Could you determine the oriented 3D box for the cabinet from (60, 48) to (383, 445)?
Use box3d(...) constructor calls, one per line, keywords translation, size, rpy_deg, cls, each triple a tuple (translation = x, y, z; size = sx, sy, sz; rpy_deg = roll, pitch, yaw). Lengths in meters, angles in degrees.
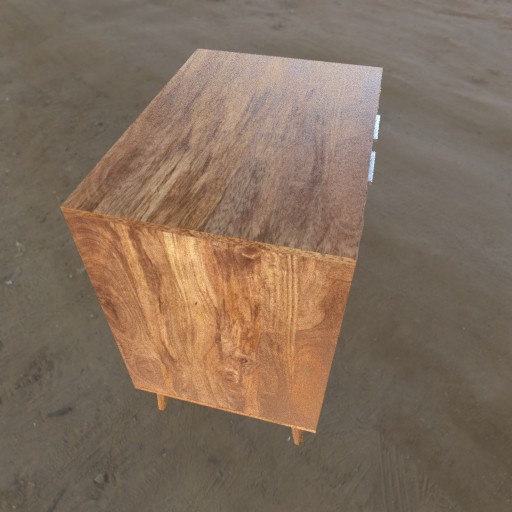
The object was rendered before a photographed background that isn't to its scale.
box3d(translation=(0.000, 0.000, 1.149), size=(0.473, 0.758, 0.647), rpy_deg=(10, 47, 10), cls="cabinet")
